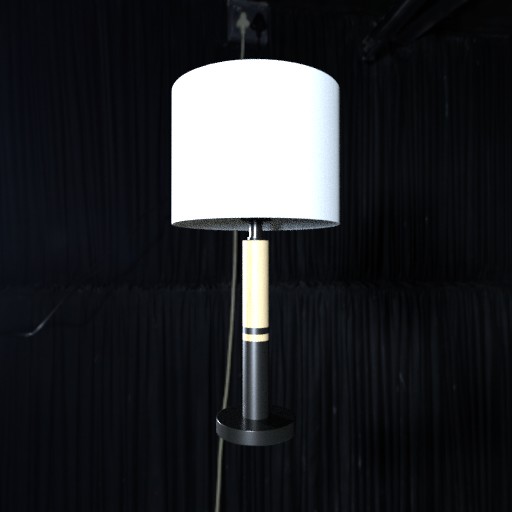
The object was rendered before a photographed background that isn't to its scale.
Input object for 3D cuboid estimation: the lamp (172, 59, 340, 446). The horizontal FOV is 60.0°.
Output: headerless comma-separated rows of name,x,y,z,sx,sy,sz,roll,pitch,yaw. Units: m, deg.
lamp,0.000,0.000,0.818,0.305,0.640,0.305,0,0,-17
